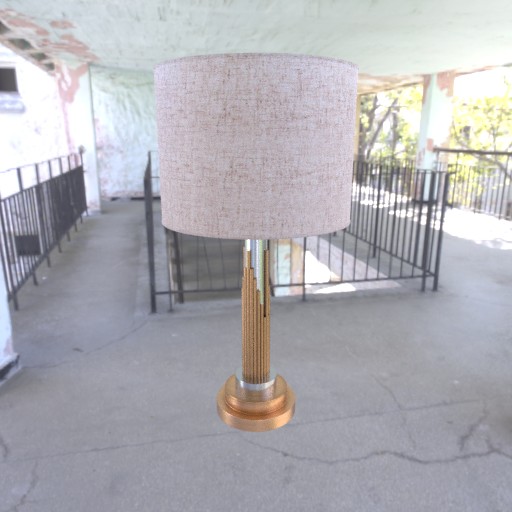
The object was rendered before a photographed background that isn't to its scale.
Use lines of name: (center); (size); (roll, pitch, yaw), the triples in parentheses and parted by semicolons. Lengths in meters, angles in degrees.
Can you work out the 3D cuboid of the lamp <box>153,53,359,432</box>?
lamp: (0.000, 0.000, 0.786); (0.321, 0.610, 0.321); (2, 15, 8)
